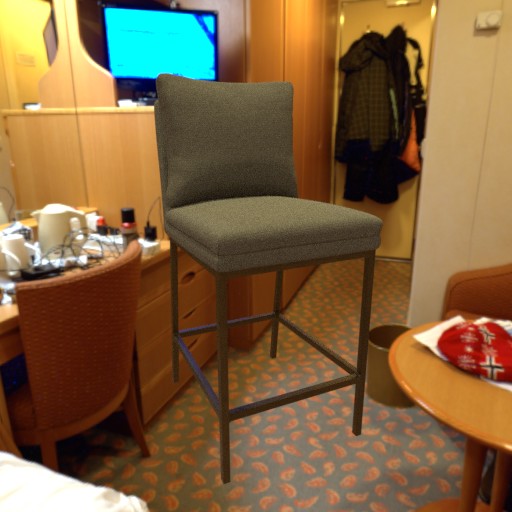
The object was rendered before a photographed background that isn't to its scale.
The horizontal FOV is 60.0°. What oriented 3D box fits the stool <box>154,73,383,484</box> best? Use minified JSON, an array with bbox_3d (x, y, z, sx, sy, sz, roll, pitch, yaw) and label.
[{"bbox_3d":[0.000,0.000,1.323,0.463,1.031,0.569,-8,18,-25],"label":"stool"}]
